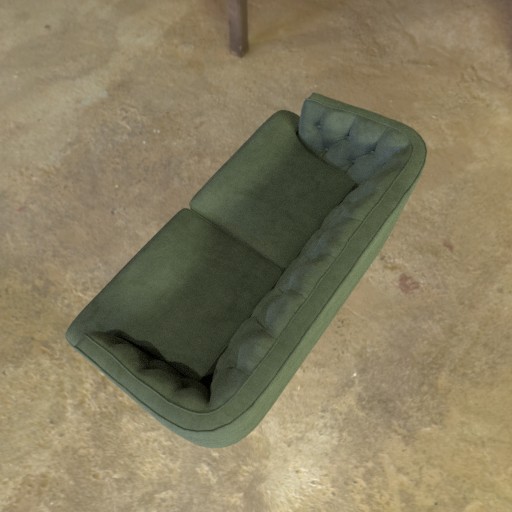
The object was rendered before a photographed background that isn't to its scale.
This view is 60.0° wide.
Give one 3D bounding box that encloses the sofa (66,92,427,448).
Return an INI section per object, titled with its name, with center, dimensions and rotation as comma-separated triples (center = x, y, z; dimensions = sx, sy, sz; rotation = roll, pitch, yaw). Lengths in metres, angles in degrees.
[sofa]
center = 0.000, 0.000, 2.205
dimensions = 0.941, 0.855, 1.733
rotation = 34, 68, 16
